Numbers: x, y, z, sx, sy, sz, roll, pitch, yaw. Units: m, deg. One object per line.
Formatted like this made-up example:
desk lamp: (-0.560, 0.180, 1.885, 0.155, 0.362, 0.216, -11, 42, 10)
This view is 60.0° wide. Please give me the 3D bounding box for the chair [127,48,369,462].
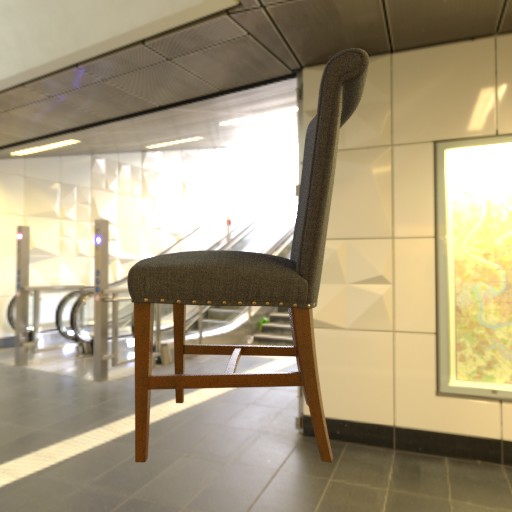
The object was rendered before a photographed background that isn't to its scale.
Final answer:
chair: (0.000, 0.000, 1.297, 0.608, 0.988, 0.513, 0, -2, 2)
